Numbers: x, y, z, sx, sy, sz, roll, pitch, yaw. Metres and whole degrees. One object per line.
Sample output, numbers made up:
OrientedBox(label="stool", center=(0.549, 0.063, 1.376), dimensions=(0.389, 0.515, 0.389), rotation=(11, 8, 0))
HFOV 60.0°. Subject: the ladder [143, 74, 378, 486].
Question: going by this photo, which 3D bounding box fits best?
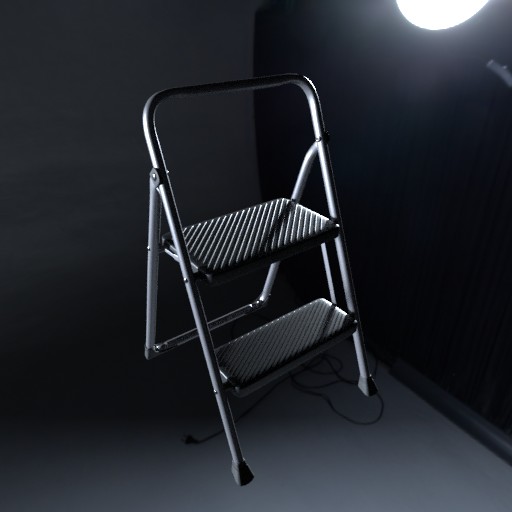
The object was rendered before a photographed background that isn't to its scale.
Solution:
OrientedBox(label="ladder", center=(0.000, 0.000, 0.987), dimensions=(0.430, 0.720, 0.472), rotation=(-21, 36, -31))
